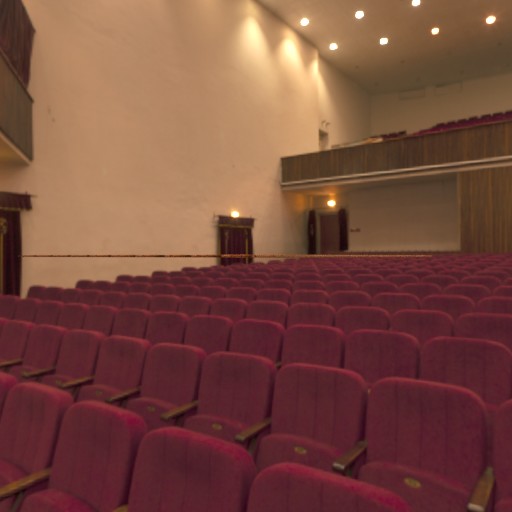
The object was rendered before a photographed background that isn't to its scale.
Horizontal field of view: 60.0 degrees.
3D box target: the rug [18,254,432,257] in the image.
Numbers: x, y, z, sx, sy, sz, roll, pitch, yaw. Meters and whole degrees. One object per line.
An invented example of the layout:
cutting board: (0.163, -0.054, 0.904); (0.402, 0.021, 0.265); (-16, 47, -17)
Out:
rug: (0.000, 0.000, 2.216); (1.278, 0.009, 1.726); (0, 0, 36)
